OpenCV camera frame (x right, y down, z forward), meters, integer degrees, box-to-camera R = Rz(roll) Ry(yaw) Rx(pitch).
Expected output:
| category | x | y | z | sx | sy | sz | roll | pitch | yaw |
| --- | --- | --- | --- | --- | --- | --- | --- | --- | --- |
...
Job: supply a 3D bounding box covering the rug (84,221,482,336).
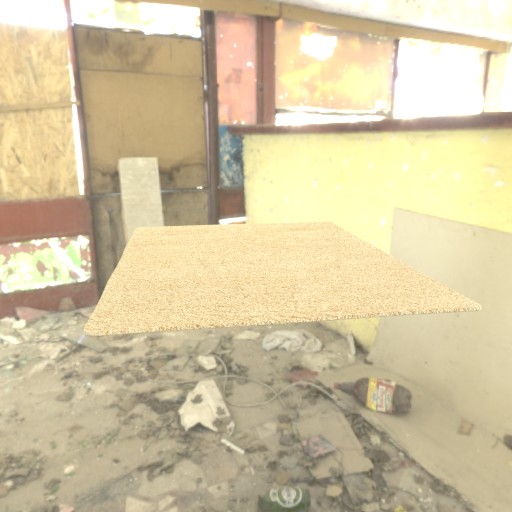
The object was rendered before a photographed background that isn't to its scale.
| category | x | y | z | sx | sy | sz | roll | pitch | yaw |
| --- | --- | --- | --- | --- | --- | --- | --- | --- | --- |
| rug | 0.000 | 0.000 | 4.007 | 2.401 | 0.025 | 3.001 | -2 | 15 | -9 |
